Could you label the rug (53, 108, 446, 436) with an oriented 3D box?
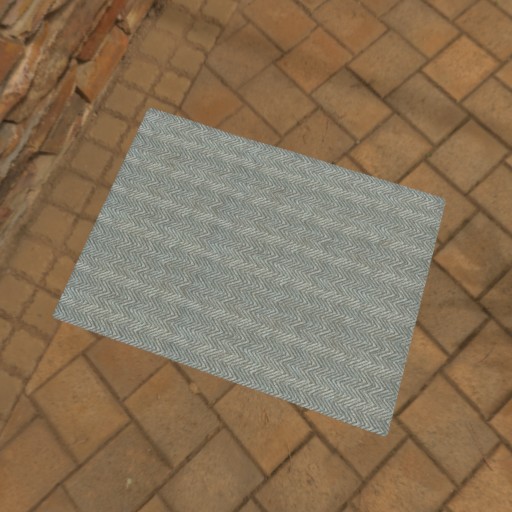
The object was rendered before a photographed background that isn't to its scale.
[{"bbox_3d":[0.000,0.000,5.267,3.957,0.011,2.894,18,76,5],"label":"rug"}]
